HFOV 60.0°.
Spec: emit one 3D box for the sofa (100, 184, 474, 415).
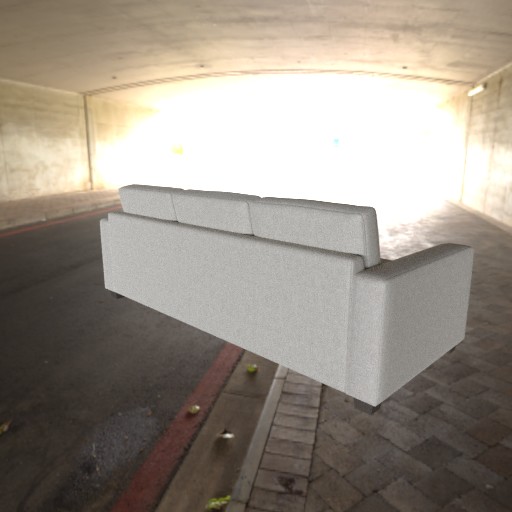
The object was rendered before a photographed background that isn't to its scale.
[{"bbox_3d":[0.000,0.000,2.630,2.160,0.800,0.900,13,18,43],"label":"sofa"}]
